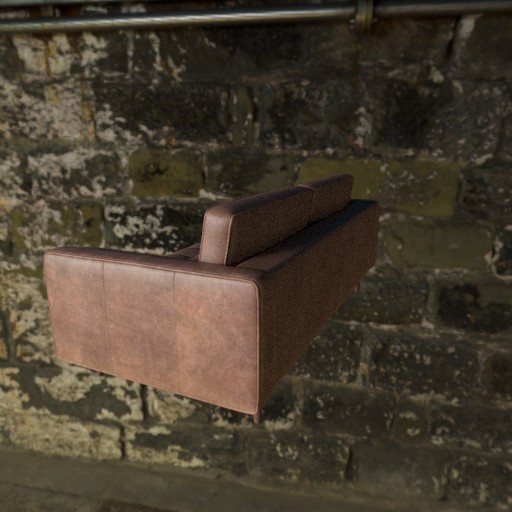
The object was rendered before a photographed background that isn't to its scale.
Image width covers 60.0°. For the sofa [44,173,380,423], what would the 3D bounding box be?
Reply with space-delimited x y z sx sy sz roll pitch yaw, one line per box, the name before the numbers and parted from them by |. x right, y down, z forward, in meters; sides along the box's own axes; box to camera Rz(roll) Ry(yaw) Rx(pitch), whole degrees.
sofa | 0.000 0.000 2.293 0.910 0.760 1.870 7 16 25
